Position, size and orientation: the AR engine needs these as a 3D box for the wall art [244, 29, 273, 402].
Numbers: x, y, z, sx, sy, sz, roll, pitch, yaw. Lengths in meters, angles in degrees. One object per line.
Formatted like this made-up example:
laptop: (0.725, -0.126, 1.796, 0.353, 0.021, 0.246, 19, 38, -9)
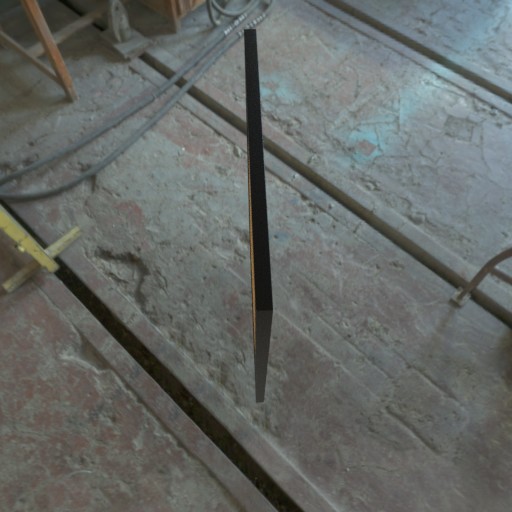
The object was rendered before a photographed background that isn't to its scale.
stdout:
wall art: (0.000, 0.000, 0.879, 0.019, 0.656, 0.462, -2, 63, -1)
